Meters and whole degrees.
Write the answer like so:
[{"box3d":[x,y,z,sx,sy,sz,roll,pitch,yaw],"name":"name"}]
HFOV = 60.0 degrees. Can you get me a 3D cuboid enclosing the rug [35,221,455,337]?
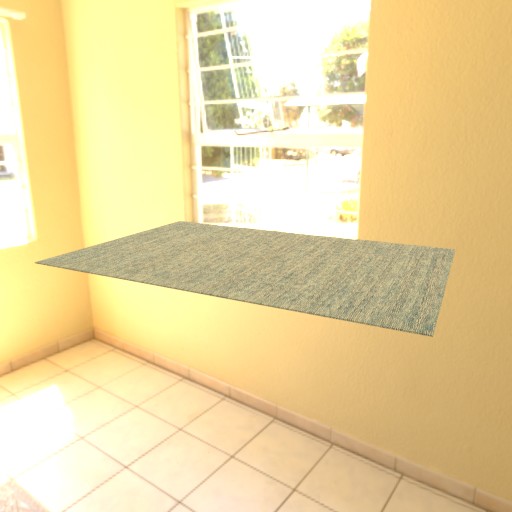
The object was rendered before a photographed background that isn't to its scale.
[{"box3d":[0.000,0.000,2.195,1.752,0.006,1.142,8,17,25],"name":"rug"}]
